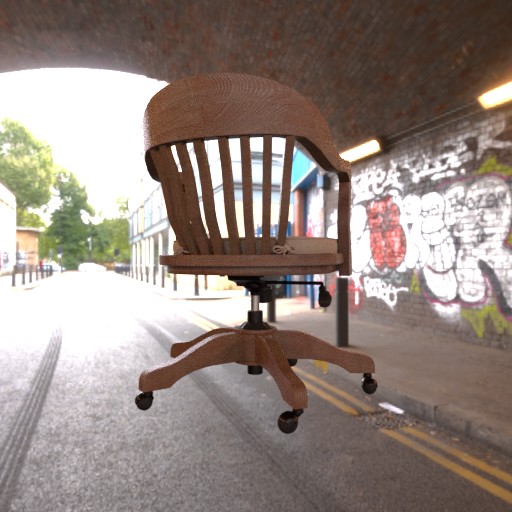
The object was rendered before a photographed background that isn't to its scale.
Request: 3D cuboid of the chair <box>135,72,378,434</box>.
[{"bbox_3d":[0.000,0.000,1.441,0.750,0.878,0.788,0,-1,19],"label":"chair"}]
